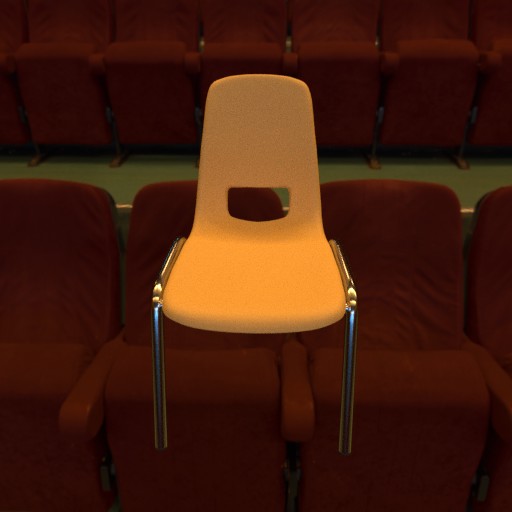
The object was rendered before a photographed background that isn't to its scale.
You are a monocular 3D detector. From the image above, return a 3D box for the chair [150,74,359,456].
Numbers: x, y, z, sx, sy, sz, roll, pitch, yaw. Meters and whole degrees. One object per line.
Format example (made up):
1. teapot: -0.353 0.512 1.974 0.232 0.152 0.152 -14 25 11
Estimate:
1. chair: 0.000 0.000 0.833 0.354 0.586 0.423 1 30 2
